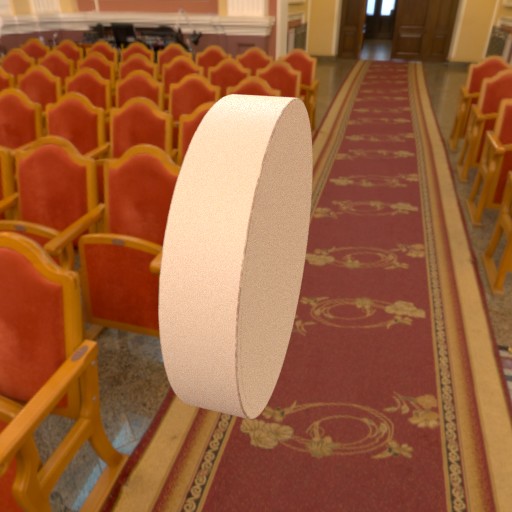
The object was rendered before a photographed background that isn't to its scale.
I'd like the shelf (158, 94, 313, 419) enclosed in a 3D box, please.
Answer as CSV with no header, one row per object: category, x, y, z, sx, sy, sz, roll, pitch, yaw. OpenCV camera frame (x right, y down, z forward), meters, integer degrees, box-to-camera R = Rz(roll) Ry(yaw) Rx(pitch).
shelf,0.000,0.000,1.186,0.158,0.807,0.806,8,31,14
